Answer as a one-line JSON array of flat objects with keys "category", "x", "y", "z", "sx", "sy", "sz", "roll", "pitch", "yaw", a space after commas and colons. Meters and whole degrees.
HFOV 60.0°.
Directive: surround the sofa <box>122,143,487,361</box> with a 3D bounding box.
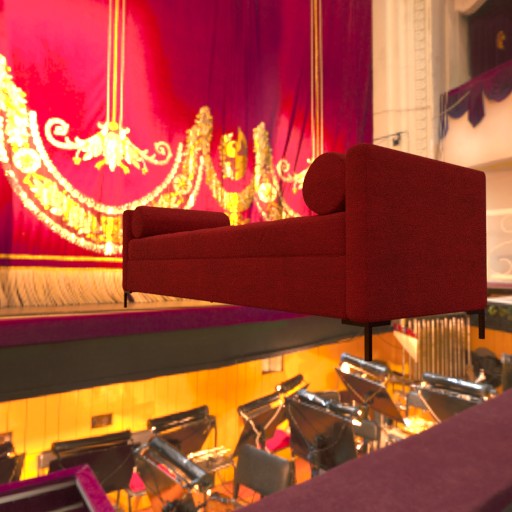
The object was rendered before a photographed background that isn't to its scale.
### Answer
[{"category": "sofa", "x": 0.000, "y": 0.000, "z": 2.237, "sx": 0.686, "sy": 0.635, "sz": 1.981, "roll": 1, "pitch": -1, "yaw": -36}]
